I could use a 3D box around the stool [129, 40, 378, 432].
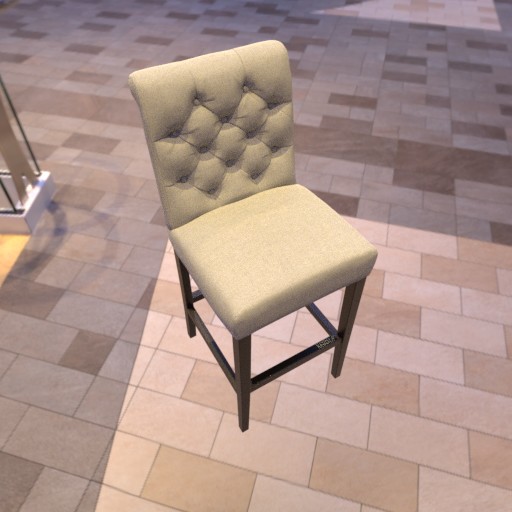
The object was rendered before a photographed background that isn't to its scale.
[{"bbox_3d":[0.000,0.000,1.474,0.493,1.140,0.601,-23,51,-21],"label":"stool"}]
